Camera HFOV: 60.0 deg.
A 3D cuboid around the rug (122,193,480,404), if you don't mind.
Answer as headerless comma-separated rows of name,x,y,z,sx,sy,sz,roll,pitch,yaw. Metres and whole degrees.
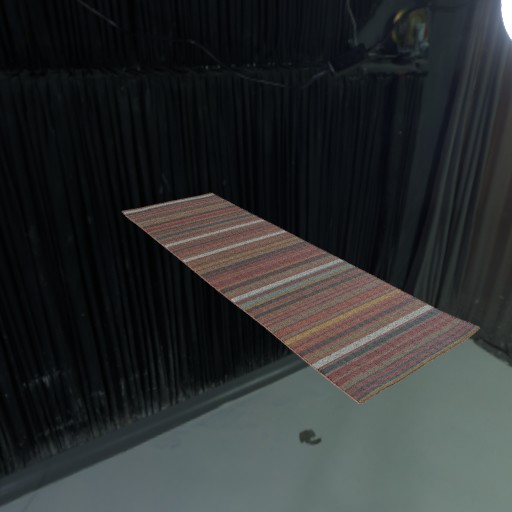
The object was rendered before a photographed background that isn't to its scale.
rug,0.000,0.000,2.720,0.799,0.030,2.444,-18,32,-31
